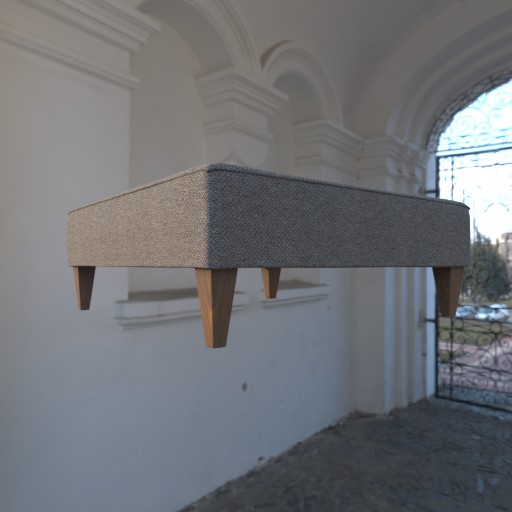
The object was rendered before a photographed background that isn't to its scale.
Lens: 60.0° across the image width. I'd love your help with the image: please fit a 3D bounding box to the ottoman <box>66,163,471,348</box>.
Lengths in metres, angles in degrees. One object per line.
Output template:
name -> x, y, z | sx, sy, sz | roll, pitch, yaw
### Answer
ottoman -> 0.000, 0.000, 1.478 | 0.970, 0.378, 0.981 | 1, -1, -37
